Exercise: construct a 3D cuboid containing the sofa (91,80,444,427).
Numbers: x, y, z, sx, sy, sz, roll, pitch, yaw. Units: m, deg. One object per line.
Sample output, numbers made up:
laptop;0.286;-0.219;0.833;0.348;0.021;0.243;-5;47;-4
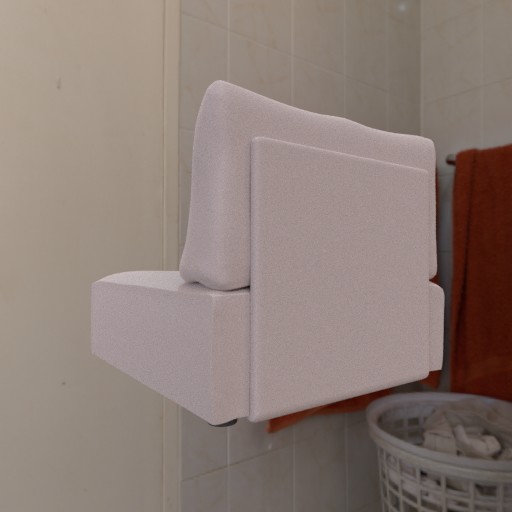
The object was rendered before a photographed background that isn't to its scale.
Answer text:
sofa;0.000;0.000;1.662;0.935;0.828;1.000;0;-1;-36
